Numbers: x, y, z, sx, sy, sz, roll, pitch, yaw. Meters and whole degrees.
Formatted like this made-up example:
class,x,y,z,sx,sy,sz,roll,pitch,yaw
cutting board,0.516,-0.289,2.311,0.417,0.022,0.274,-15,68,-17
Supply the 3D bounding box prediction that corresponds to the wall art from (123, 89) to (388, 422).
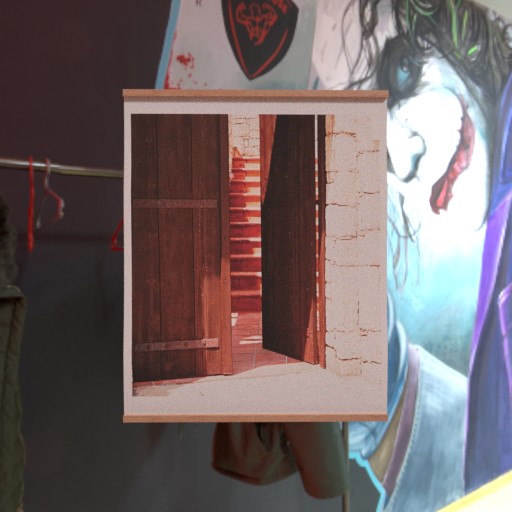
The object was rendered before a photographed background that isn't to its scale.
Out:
class,x,y,z,sx,sy,sz,roll,pitch,yaw
wall art,0.000,0.000,0.684,0.406,0.508,0.013,0,0,-1
